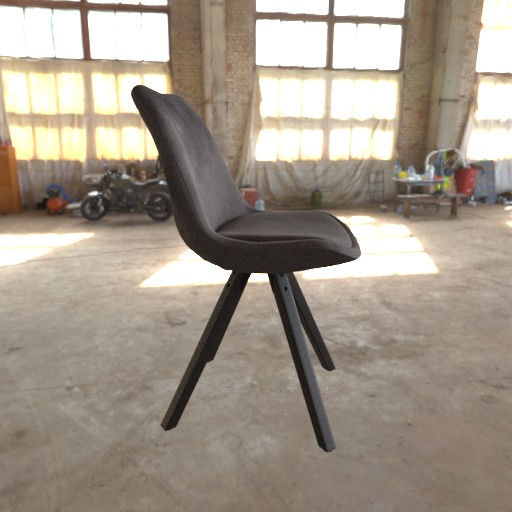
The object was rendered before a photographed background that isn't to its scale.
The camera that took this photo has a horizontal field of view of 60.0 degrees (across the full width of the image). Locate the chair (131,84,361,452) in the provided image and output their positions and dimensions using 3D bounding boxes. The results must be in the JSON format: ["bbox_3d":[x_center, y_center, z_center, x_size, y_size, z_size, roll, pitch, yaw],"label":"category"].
[{"bbox_3d":[0.000,0.000,1.194,0.550,0.850,0.476,2,15,9],"label":"chair"}]
